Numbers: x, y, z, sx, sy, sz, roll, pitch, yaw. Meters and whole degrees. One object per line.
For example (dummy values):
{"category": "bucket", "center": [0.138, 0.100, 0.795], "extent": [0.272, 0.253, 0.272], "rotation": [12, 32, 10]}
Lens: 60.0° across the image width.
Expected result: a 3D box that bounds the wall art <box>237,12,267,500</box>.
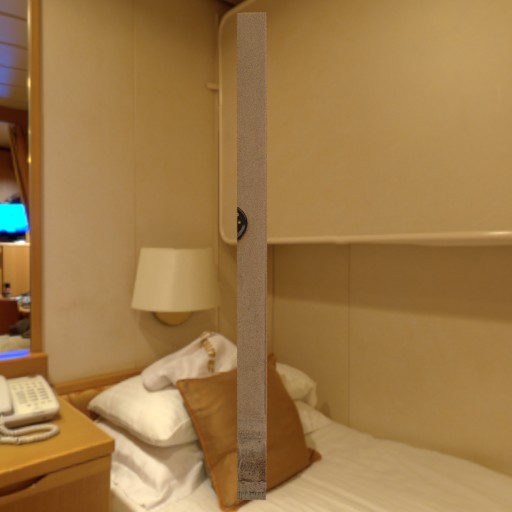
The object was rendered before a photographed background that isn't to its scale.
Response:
{"category": "wall art", "center": [0.000, 0.000, 0.754], "extent": [0.036, 0.607, 0.403], "rotation": [0, 1, 2]}
